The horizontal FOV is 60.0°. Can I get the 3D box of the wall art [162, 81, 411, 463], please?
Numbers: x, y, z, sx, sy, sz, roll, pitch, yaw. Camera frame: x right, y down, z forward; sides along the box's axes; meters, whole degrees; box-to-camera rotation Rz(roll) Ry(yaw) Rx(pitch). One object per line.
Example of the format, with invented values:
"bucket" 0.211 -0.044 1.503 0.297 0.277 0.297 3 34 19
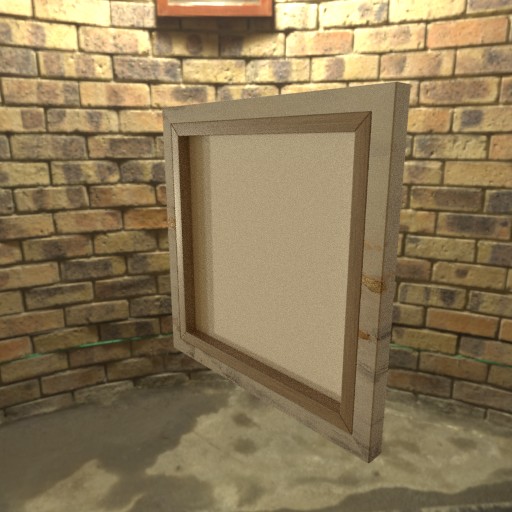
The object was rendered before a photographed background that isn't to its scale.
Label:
"wall art" 0.000 0.000 0.912 0.040 0.613 0.611 -13 19 -41
